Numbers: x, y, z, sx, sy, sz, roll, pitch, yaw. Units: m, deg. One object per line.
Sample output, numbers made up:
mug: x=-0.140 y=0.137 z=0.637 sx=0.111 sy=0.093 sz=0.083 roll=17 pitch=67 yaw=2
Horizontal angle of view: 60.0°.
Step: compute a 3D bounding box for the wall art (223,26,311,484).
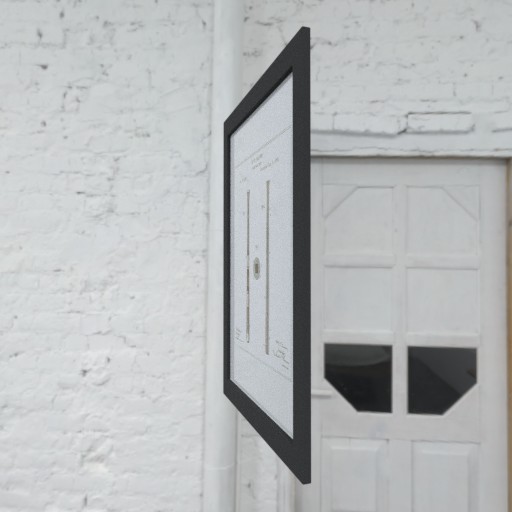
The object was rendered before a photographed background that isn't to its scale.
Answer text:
wall art: x=0.000 y=0.000 z=0.689 sx=0.012 sy=0.529 sz=0.374 roll=0 pitch=-1 yaw=-18
